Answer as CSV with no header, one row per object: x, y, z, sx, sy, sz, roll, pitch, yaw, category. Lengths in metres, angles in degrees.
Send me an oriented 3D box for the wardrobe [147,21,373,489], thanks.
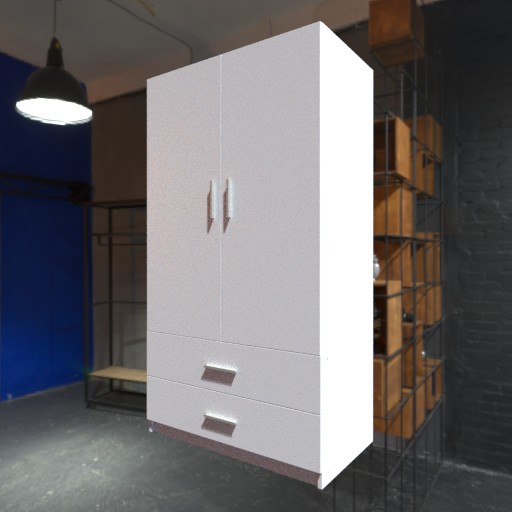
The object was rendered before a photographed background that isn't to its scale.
0.000,0.000,2.210,0.991,1.808,0.577,0,0,35,wardrobe
